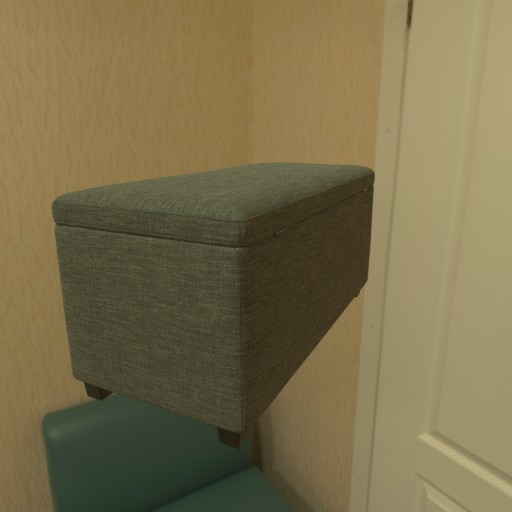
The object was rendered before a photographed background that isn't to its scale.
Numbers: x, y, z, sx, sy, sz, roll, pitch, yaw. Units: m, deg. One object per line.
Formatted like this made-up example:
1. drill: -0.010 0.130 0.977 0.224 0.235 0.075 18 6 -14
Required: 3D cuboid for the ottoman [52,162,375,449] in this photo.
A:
1. ottoman: 0.000 0.000 1.139 0.419 0.432 0.902 8 18 25
